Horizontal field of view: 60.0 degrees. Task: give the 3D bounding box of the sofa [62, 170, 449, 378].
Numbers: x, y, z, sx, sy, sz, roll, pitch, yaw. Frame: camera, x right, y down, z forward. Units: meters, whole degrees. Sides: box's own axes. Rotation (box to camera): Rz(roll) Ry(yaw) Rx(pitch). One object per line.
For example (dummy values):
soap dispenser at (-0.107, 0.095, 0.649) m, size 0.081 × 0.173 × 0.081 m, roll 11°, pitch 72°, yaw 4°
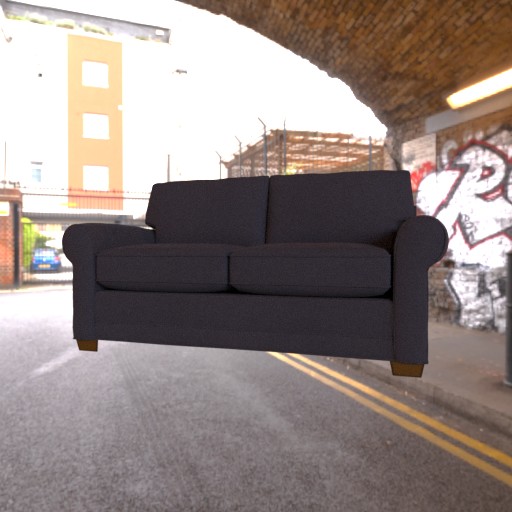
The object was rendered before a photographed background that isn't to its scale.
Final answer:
sofa at (0.000, 0.000, 2.567) m, size 2.009 × 1.031 × 0.951 m, roll 0°, pitch 1°, yaw 17°
